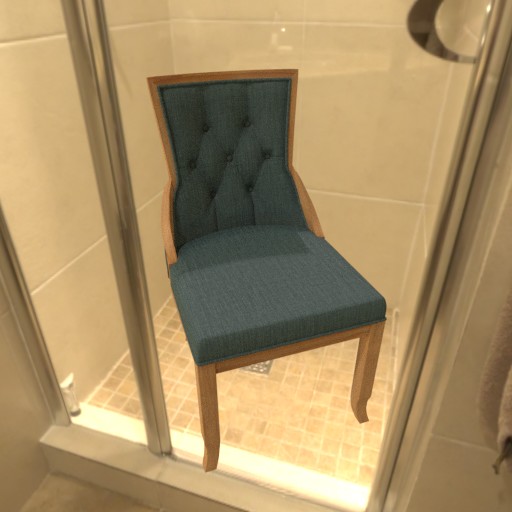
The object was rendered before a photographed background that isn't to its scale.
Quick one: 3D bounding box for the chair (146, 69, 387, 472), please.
[{"bbox_3d":[0.000,0.000,1.323,0.524,0.947,0.641,-10,33,-16],"label":"chair"}]
